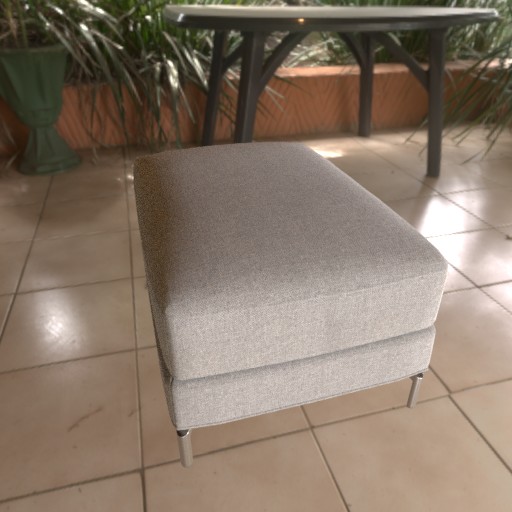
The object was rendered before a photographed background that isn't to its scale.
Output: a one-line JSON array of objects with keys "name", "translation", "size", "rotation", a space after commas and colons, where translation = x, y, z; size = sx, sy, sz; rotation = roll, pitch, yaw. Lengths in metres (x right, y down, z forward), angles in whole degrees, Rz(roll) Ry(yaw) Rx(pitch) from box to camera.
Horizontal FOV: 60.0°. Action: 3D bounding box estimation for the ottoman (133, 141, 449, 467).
[{"name": "ottoman", "translation": [0.000, 0.000, 1.192], "size": [0.584, 0.457, 0.838], "rotation": [-9, 32, -14]}]
